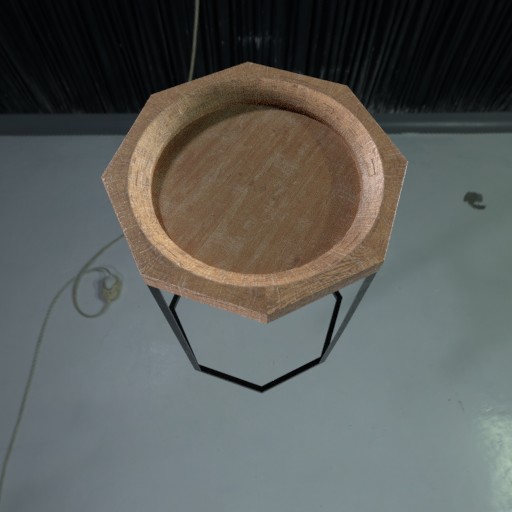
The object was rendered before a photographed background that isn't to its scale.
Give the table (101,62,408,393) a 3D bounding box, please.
[{"bbox_3d":[0.000,0.000,0.876,0.437,0.553,0.437,-3,64,-2],"label":"table"}]
